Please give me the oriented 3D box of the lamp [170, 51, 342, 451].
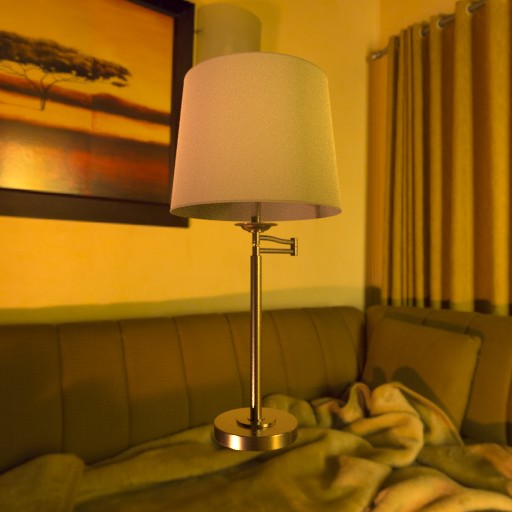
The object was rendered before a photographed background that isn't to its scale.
[{"bbox_3d":[0.000,0.000,0.872,0.333,0.696,0.333,0,-1,0],"label":"lamp"}]
